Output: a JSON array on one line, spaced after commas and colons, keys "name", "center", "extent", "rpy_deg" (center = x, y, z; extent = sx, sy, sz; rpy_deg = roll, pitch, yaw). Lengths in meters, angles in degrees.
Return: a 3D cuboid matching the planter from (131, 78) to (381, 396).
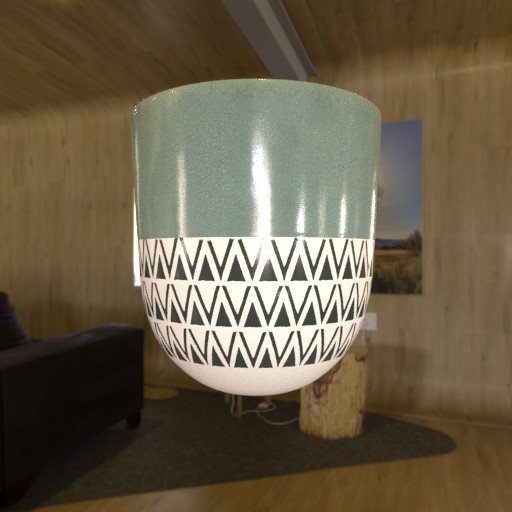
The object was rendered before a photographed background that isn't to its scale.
[{"name": "planter", "center": [0.000, 0.000, 0.365], "extent": [0.198, 0.214, 0.198], "rpy_deg": [0, 0, 0]}]
